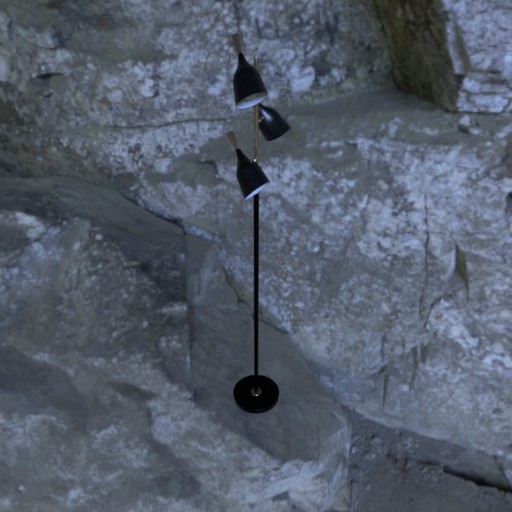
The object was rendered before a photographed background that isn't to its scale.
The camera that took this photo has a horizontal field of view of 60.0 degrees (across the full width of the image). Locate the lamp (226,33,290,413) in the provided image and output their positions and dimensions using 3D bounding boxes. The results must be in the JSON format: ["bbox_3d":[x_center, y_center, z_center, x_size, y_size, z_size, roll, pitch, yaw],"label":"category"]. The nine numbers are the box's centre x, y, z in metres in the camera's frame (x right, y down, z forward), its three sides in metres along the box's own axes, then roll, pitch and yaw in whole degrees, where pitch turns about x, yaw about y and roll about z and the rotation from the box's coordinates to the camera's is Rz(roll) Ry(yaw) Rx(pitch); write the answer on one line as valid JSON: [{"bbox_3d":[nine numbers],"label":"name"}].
[{"bbox_3d":[0.000,0.000,1.975,0.253,1.778,0.434,10,32,17],"label":"lamp"}]
